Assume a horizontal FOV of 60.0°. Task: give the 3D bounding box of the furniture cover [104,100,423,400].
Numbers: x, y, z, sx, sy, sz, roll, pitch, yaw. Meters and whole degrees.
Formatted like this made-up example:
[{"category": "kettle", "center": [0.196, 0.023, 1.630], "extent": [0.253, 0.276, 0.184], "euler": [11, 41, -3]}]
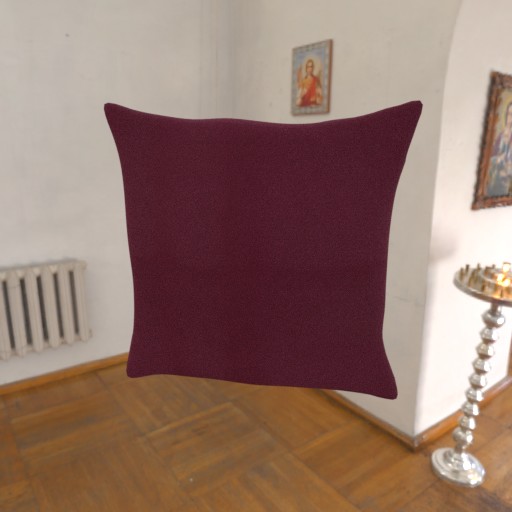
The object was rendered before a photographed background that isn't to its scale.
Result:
[{"category": "furniture cover", "center": [0.000, 0.000, 0.773], "extent": [0.514, 0.513, 0.163], "euler": [2, 15, 8]}]
